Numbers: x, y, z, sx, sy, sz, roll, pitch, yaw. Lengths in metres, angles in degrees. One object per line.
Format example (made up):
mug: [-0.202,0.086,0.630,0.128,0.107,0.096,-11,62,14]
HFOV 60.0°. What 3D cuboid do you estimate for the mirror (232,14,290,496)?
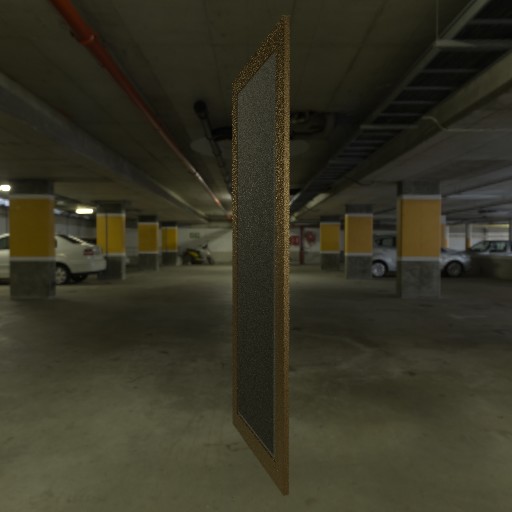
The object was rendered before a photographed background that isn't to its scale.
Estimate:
mirror: [0.000,0.000,2.260,0.025,2.031,0.812,0,1,-19]
